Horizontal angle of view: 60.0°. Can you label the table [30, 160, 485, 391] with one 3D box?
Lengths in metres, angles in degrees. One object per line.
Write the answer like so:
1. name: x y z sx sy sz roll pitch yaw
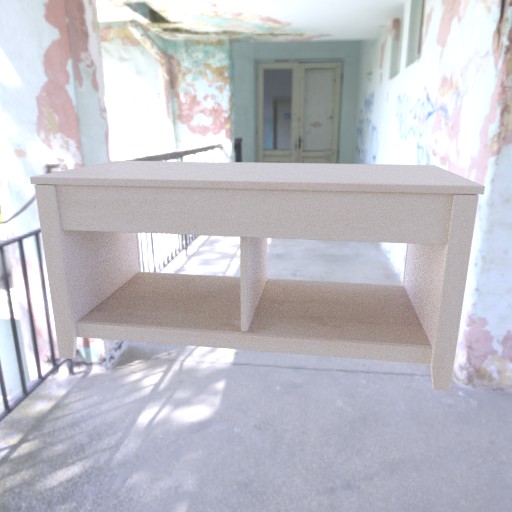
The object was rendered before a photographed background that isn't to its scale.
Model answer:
1. table: 0.000 0.000 1.263 1.016 0.483 0.457 3 17 8
